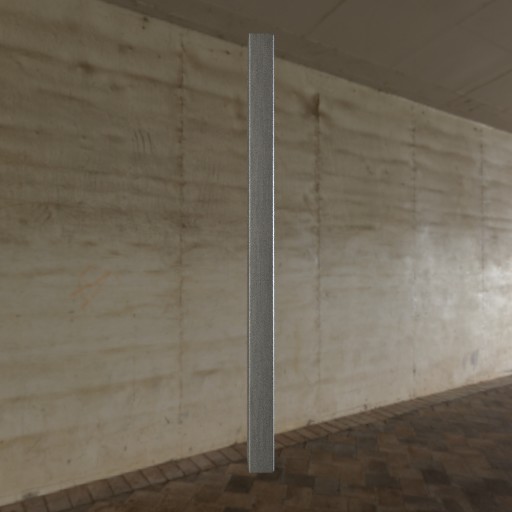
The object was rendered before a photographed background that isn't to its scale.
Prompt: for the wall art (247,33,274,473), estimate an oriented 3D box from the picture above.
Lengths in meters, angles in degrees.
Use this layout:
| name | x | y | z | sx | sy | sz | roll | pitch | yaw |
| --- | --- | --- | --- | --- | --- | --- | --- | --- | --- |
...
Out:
| name | x | y | z | sx | sy | sz | roll | pitch | yaw |
| --- | --- | --- | --- | --- | --- | --- | --- | --- | --- |
| wall art | 0.000 | 0.000 | 0.738 | 0.028 | 0.457 | 0.556 | 0 | -1 | -1 |
